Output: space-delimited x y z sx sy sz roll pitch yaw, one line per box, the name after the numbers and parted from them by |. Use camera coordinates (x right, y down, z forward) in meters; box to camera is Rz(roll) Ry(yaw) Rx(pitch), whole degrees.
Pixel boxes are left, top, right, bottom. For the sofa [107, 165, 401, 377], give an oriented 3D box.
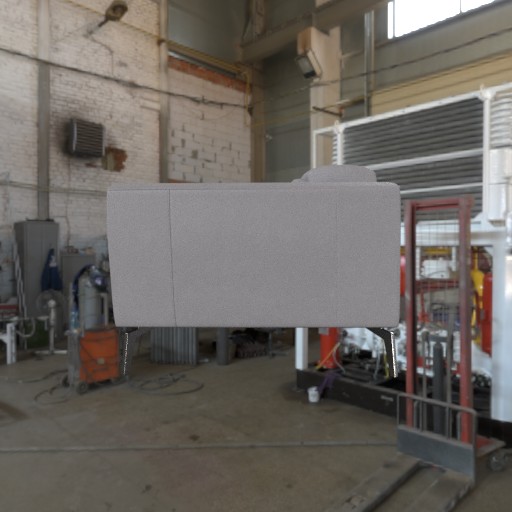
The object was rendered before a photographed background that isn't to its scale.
0.000 0.000 2.393 1.003 0.779 1.895 0 1 1 | sofa
